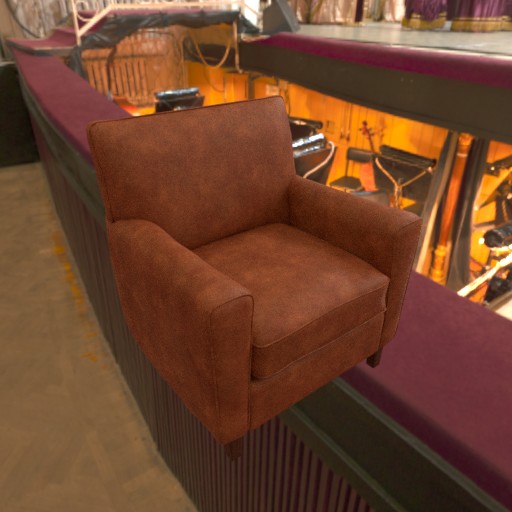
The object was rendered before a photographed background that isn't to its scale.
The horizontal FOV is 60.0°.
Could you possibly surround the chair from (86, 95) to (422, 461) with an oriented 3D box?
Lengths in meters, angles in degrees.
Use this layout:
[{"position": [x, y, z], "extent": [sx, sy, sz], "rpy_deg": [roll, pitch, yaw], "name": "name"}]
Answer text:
[{"position": [0.000, 0.000, 1.620], "extent": [0.870, 0.943, 0.823], "rpy_deg": [-21, 36, -32], "name": "chair"}]
